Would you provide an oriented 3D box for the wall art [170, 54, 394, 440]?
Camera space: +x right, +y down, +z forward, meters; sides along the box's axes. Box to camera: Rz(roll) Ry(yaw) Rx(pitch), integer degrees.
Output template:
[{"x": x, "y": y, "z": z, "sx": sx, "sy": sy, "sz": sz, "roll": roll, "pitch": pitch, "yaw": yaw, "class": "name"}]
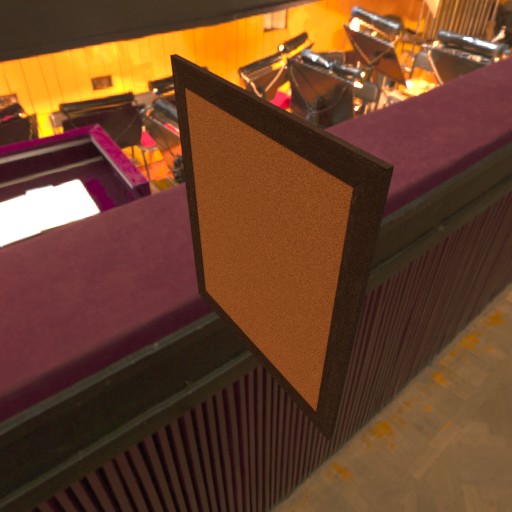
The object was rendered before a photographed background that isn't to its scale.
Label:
[{"x": 0.000, "y": 0.000, "z": 0.790, "sx": 0.013, "sy": 0.570, "sz": 0.476, "roll": -25, "pitch": 47, "yaw": -27, "class": "wall art"}]
